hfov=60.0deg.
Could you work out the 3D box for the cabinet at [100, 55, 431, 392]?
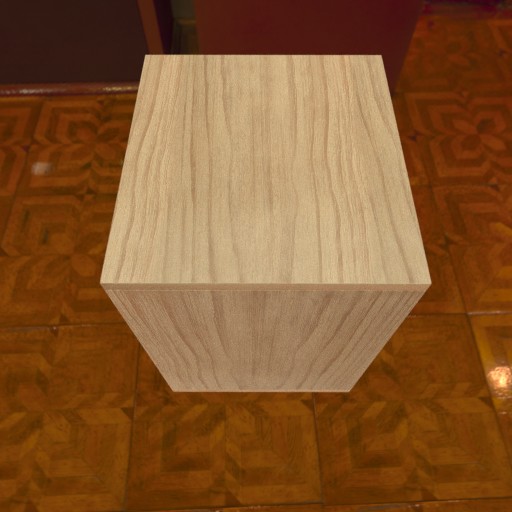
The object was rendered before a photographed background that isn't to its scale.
[{"bbox_3d":[0.000,0.000,0.857,0.401,0.579,0.409,0,60,0],"label":"cabinet"}]
